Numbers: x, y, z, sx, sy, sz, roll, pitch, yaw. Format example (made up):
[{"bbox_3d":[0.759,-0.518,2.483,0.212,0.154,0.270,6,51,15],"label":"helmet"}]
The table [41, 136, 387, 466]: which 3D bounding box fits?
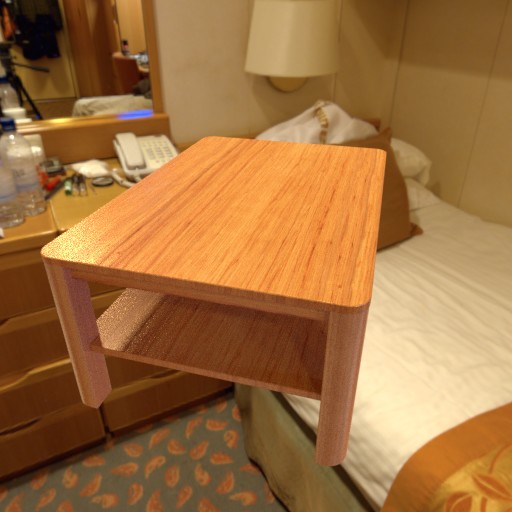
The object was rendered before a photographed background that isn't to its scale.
[{"bbox_3d":[0.000,0.000,1.373,0.696,0.445,0.997,8,31,14],"label":"table"}]
